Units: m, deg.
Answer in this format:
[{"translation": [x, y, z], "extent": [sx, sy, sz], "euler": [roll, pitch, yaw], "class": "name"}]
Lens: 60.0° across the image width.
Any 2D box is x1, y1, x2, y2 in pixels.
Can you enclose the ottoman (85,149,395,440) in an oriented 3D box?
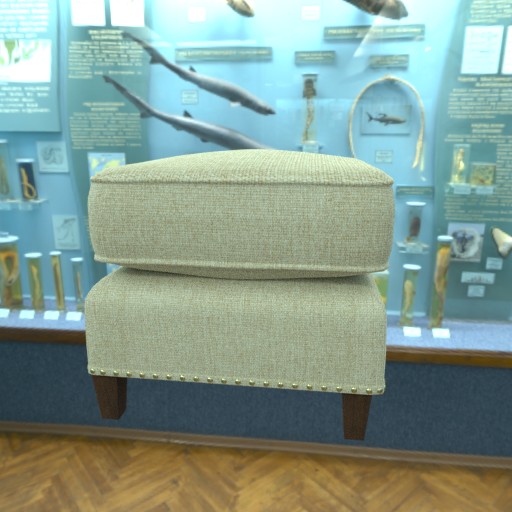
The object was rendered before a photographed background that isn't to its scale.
[{"translation": [0.000, 0.000, 1.145], "extent": [0.589, 0.537, 0.738], "euler": [2, 15, 7], "class": "ottoman"}]
